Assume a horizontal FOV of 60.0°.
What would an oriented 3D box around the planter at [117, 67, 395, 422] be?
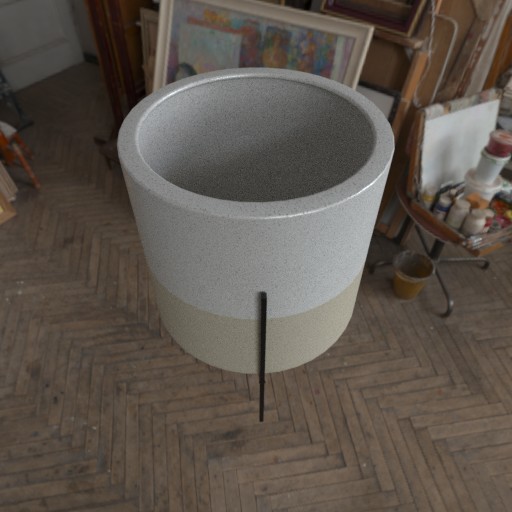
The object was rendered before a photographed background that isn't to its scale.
[{"bbox_3d":[0.000,0.000,0.750,0.359,0.484,0.368,-2,47,-2],"label":"planter"}]
